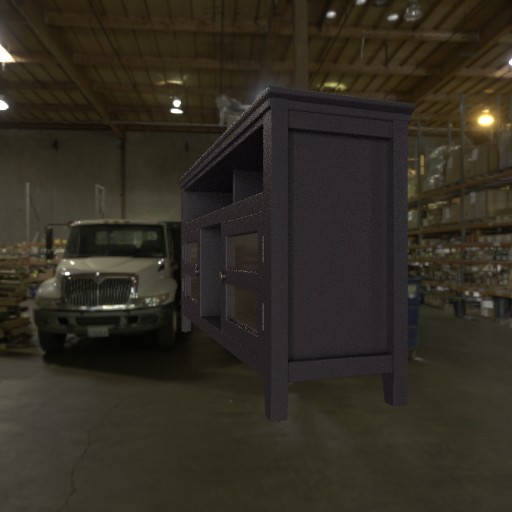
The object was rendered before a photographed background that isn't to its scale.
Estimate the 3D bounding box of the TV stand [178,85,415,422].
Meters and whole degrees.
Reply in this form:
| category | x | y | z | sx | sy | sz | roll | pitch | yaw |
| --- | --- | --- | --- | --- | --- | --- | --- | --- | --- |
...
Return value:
| category | x | y | z | sx | sy | sz | roll | pitch | yaw |
| --- | --- | --- | --- | --- | --- | --- | --- | --- | --- |
| TV stand | 0.000 | 0.000 | 1.496 | 0.347 | 0.681 | 1.198 | 0 | 0 | -18 |
